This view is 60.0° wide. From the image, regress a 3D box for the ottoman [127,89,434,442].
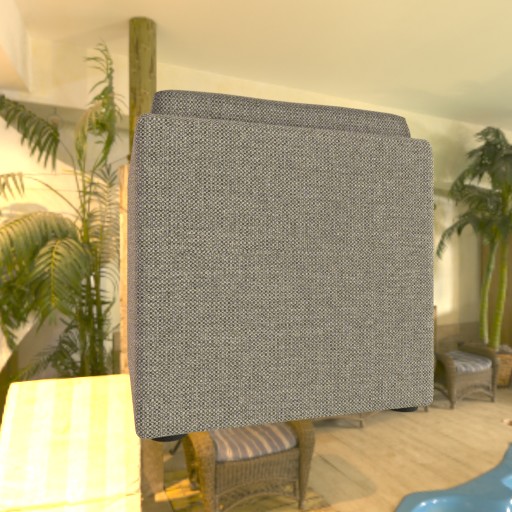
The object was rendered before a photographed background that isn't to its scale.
[{"bbox_3d":[0.000,0.000,0.829,0.454,0.487,0.436,0,0,-17],"label":"ottoman"}]
